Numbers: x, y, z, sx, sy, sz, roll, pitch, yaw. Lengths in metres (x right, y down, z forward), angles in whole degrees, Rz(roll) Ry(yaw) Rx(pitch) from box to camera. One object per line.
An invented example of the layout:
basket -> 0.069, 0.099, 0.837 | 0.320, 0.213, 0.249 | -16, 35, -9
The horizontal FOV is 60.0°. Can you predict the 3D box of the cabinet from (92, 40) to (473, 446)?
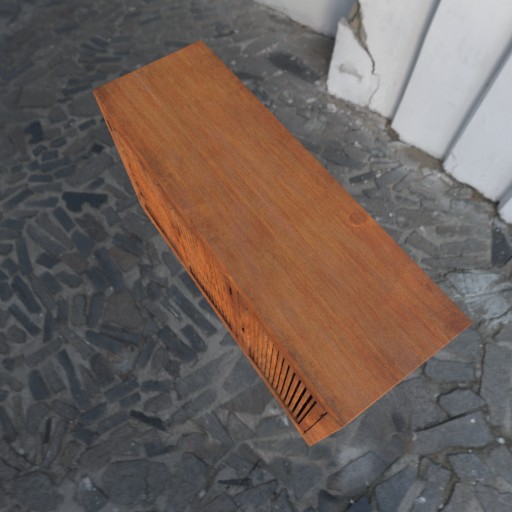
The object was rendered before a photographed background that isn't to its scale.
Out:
cabinet -> 0.000, 0.000, 1.571 | 0.403, 0.805, 1.204 | -32, 68, -15
